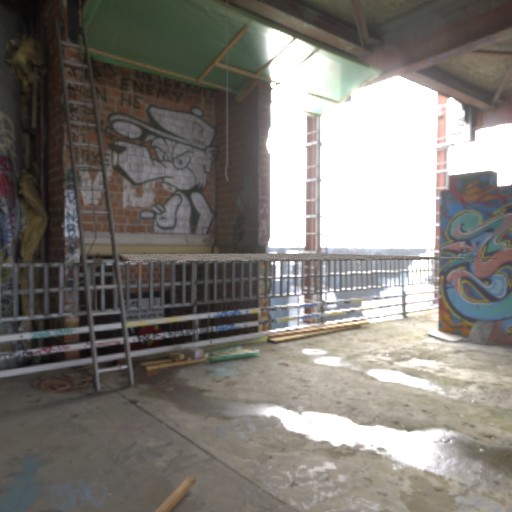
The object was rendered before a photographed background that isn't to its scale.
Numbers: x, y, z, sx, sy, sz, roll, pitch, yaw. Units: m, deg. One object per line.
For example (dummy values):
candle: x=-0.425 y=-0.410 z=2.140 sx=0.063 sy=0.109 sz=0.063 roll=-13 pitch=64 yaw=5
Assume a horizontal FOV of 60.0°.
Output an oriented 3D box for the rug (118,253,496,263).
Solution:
rug: x=0.000 y=0.000 z=4.040 sx=2.438 sy=0.010 sz=3.048 roll=0 pitch=1 yaw=-19
